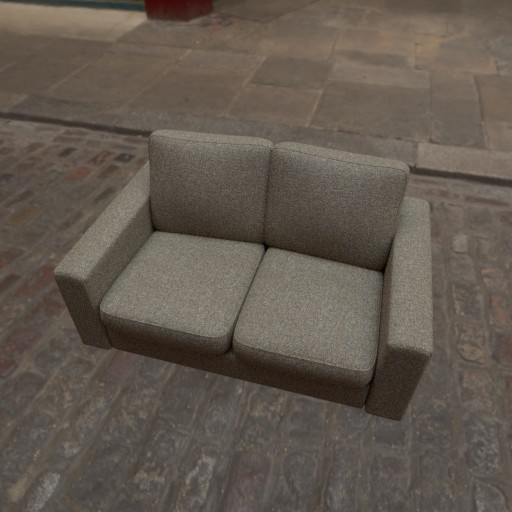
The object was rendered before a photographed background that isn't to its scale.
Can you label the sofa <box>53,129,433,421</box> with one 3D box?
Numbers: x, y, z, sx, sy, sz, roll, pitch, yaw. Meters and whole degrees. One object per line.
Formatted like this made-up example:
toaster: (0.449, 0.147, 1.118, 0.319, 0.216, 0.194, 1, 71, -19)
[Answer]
sofa: (0.000, 0.000, 2.193, 1.616, 0.873, 1.016, 11, 44, 11)
